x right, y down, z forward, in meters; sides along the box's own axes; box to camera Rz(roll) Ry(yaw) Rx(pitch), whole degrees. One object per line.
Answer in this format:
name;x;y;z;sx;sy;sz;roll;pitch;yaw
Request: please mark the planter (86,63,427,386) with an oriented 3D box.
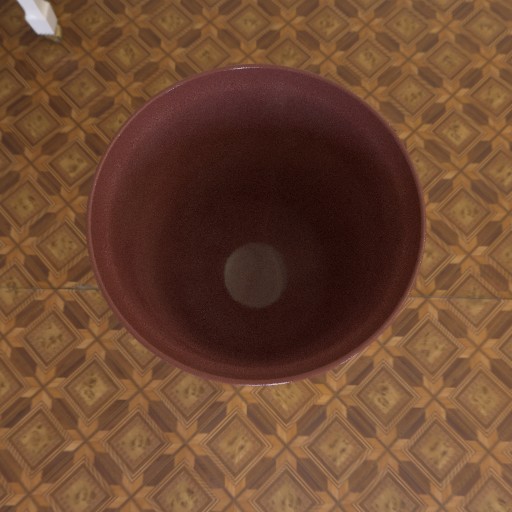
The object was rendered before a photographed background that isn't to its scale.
planter;0.000;0.000;0.356;0.195;0.214;0.195;0;75;0
